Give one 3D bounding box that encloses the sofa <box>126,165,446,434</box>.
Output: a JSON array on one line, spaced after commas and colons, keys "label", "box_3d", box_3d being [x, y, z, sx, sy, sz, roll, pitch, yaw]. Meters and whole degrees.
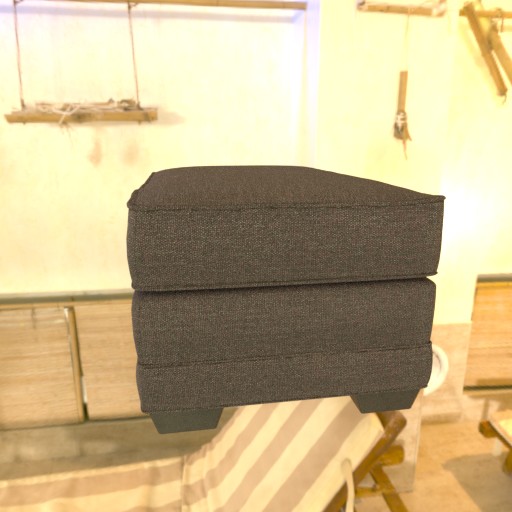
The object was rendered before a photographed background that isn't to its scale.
[{"label": "sofa", "box_3d": [0.000, 0.000, 1.199, 0.578, 0.457, 0.854, -2, 15, -9]}]
